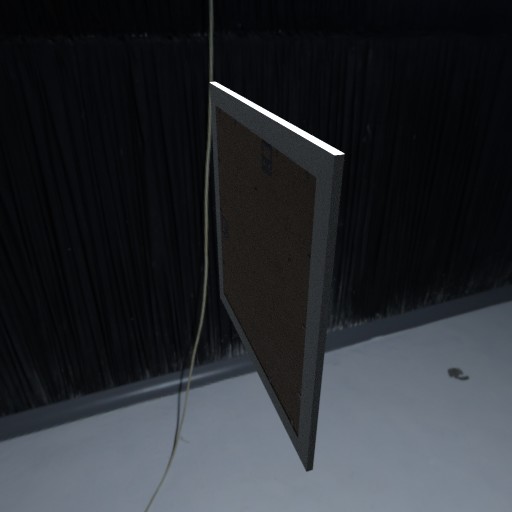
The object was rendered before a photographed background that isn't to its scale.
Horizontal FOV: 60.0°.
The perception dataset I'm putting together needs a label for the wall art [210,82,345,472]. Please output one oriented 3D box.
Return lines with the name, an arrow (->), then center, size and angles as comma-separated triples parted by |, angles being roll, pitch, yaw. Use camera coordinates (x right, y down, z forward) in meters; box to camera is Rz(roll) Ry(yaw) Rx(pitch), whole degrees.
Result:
wall art -> 0.000, 0.000, 0.902 | 0.013, 0.584, 0.584 | -10, 31, -17
